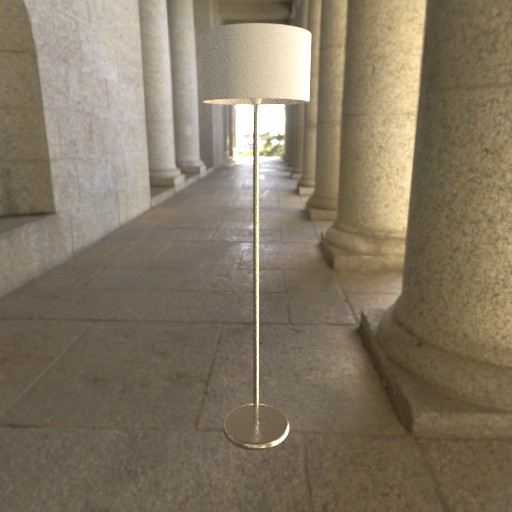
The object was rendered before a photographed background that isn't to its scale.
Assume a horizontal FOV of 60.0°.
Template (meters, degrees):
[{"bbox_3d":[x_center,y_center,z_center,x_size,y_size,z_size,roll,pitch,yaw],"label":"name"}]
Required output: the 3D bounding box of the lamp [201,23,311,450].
[{"bbox_3d":[0.000,0.000,1.594,0.347,1.443,0.347,-8,17,-26],"label":"lamp"}]
